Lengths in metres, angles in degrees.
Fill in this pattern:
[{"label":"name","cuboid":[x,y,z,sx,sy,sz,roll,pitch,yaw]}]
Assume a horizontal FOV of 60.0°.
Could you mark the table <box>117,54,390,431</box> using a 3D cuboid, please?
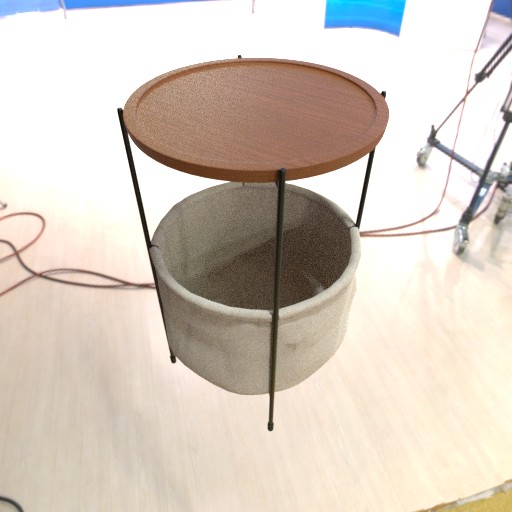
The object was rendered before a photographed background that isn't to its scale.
[{"label":"table","cuboid":[0.000,0.000,0.864,0.393,0.623,0.393,26,48,26]}]
